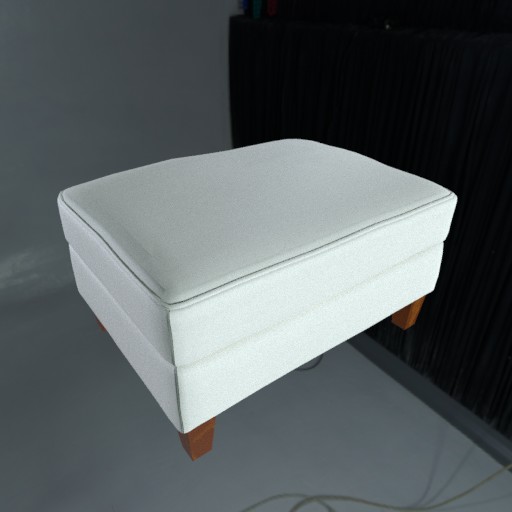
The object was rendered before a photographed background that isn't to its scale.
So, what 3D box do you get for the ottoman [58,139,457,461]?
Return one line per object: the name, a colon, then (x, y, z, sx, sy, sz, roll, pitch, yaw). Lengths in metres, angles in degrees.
ottoman: (0.000, 0.000, 1.187, 0.818, 0.479, 0.634, -21, 36, -31)
